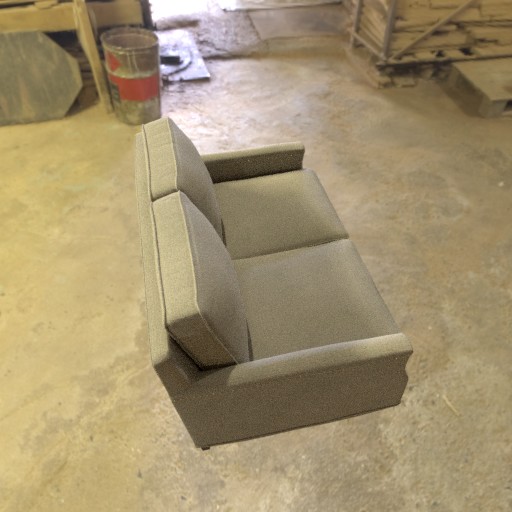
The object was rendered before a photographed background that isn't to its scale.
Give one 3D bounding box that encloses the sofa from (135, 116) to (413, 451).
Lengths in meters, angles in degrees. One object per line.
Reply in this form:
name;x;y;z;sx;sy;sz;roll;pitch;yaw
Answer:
sofa;0.000;0.000;2.320;1.084;1.003;1.597;-9;47;-9
